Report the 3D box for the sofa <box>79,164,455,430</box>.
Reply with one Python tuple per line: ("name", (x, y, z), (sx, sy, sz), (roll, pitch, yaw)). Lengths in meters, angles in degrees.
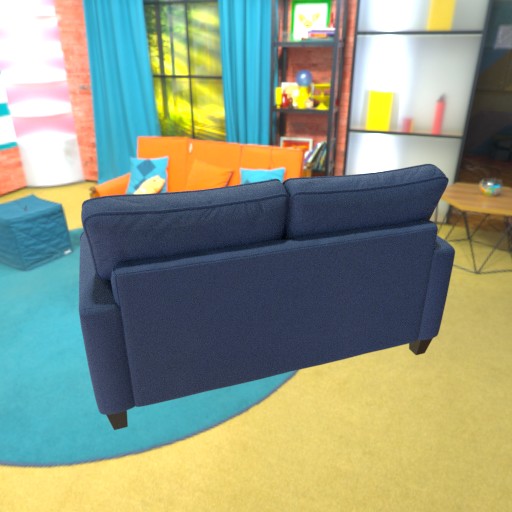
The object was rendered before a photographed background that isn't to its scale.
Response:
("sofa", (0.000, 0.000, 2.221), (1.651, 0.965, 0.965), (-8, 27, -17))
